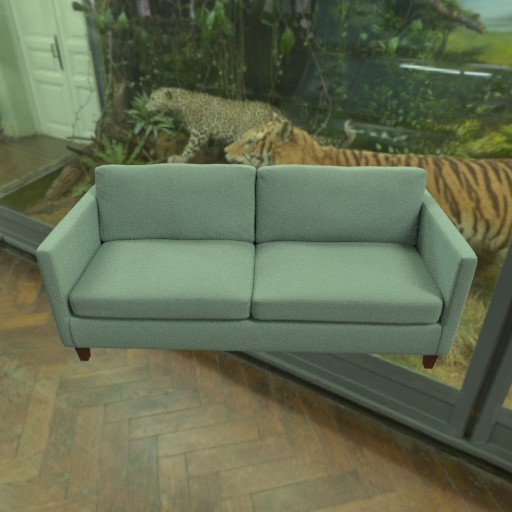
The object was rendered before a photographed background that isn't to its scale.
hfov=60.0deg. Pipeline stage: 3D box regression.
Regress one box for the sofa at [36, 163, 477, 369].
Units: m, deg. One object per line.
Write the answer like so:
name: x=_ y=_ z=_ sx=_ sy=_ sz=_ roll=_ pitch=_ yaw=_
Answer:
sofa: x=0.000 y=0.000 z=2.686 sx=2.208 sy=0.965 sz=0.951 roll=1 pitch=31 yaw=2
